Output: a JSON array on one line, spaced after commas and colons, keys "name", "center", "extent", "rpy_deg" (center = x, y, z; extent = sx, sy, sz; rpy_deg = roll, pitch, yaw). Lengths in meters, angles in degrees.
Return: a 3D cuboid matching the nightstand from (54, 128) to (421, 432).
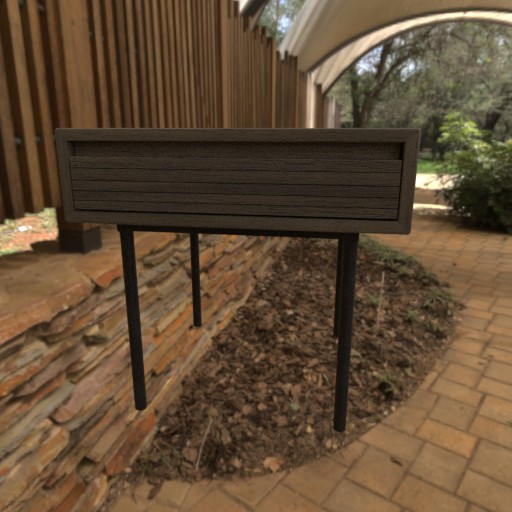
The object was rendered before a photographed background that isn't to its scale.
[{"name": "nightstand", "center": [0.000, 0.000, 0.897], "extent": [0.502, 0.497, 0.503], "rpy_deg": [3, 16, 9]}]
